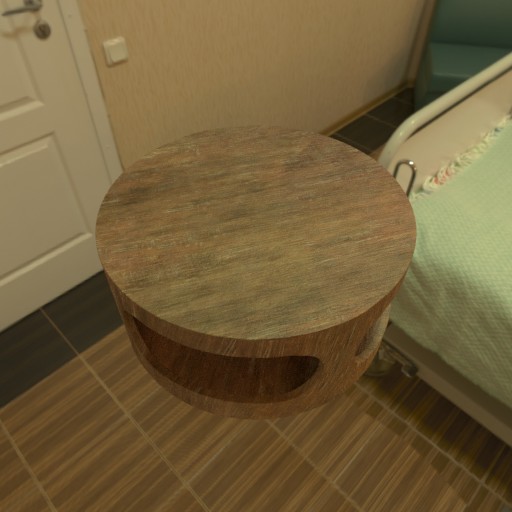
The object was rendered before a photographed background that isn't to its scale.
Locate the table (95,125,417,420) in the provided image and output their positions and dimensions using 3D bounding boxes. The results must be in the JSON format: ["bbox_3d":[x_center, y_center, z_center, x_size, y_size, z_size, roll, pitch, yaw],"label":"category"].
[{"bbox_3d":[0.000,0.000,1.547,0.974,0.450,0.974,0,46,0],"label":"table"}]
